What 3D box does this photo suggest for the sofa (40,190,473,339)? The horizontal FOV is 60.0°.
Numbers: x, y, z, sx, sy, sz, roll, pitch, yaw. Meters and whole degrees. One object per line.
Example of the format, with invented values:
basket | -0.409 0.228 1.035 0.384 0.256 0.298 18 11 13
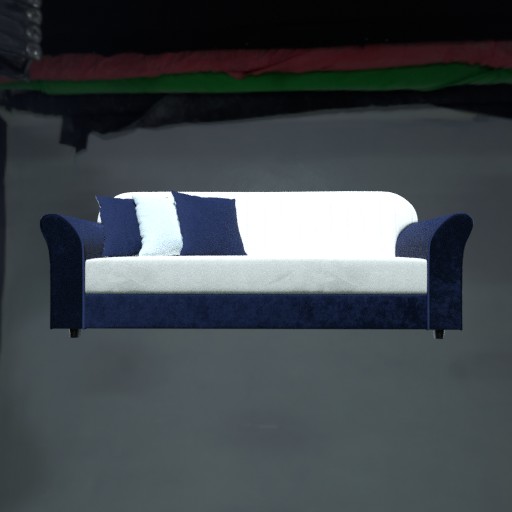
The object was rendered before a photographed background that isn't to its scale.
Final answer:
sofa | 0.000 0.000 2.413 2.006 0.789 0.749 0 -1 1
